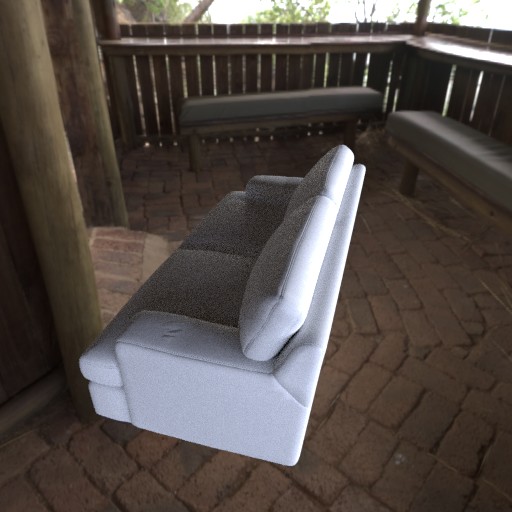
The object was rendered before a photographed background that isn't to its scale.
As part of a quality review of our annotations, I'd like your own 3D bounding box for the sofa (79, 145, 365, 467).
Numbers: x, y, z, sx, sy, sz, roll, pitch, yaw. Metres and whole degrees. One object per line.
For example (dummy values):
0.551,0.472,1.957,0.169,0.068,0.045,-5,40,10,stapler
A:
0.000,0.000,2.792,1.143,0.940,2.261,8,31,14,sofa
